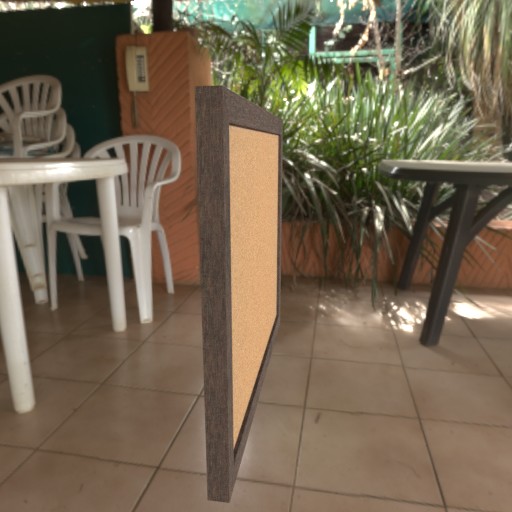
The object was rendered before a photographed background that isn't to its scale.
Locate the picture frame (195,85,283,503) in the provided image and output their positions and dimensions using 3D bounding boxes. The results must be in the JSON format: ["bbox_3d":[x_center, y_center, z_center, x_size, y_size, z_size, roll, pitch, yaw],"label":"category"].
[{"bbox_3d":[0.000,0.000,0.722,0.026,0.455,0.546,2,14,9],"label":"picture frame"}]
